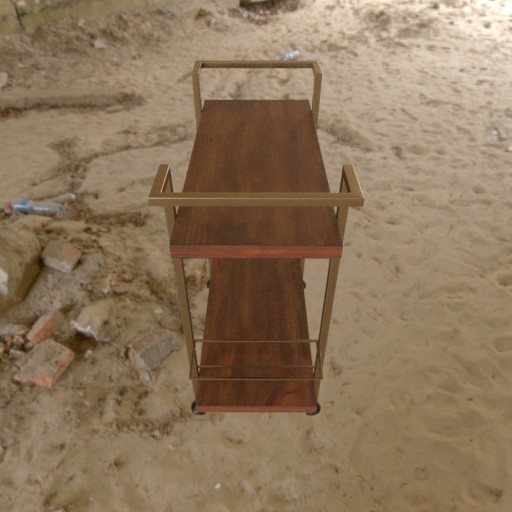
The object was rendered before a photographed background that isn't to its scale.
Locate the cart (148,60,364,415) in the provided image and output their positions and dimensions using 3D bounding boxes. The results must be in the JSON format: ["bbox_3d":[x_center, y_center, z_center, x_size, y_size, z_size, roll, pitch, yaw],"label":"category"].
[{"bbox_3d":[0.000,0.000,1.196,0.364,0.807,0.695,0,40,0],"label":"cart"}]
